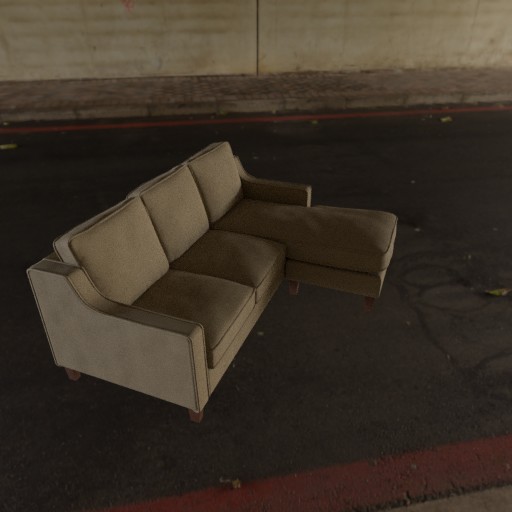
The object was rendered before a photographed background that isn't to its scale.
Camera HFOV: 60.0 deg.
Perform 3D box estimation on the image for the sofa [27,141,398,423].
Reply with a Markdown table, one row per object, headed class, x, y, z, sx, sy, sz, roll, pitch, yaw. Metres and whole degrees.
| class | x | y | z | sx | sy | sz | roll | pitch | yaw |
| --- | --- | --- | --- | --- | --- | --- | --- | --- | --- |
| sofa | 0.000 | 0.000 | 3.282 | 1.858 | 1.066 | 2.317 | 11 | 32 | 19 |
